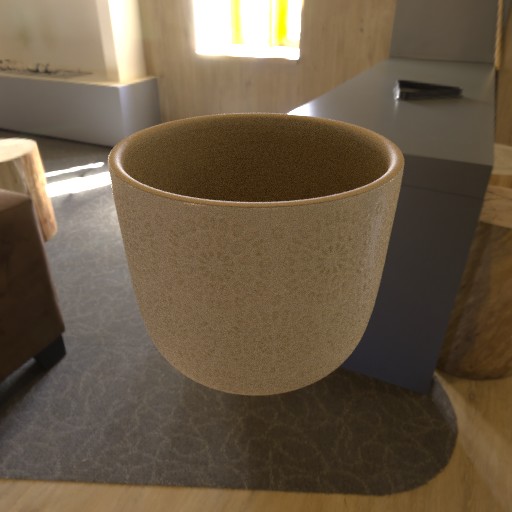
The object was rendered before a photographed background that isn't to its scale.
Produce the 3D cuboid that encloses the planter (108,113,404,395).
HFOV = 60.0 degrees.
[{"bbox_3d":[0.000,0.000,0.302,0.170,0.152,0.170,0,31,0],"label":"planter"}]
